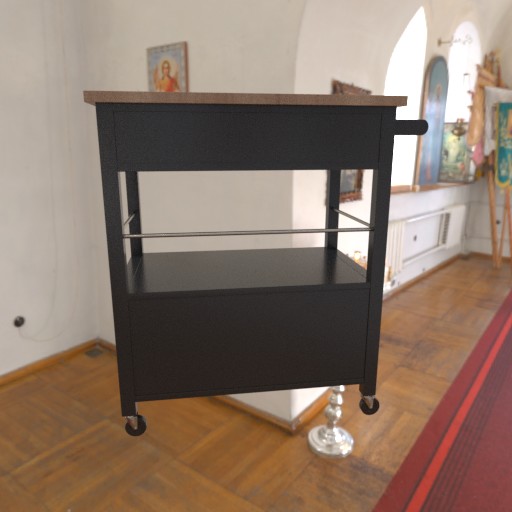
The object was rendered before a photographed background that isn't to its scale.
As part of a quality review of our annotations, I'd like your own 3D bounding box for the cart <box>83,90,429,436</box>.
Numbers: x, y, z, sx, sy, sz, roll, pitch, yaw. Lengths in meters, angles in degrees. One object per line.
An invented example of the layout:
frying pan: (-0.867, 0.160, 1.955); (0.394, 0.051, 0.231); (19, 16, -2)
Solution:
cart: (0.000, 0.000, 1.368); (0.840, 0.901, 0.459); (-2, 14, -8)
